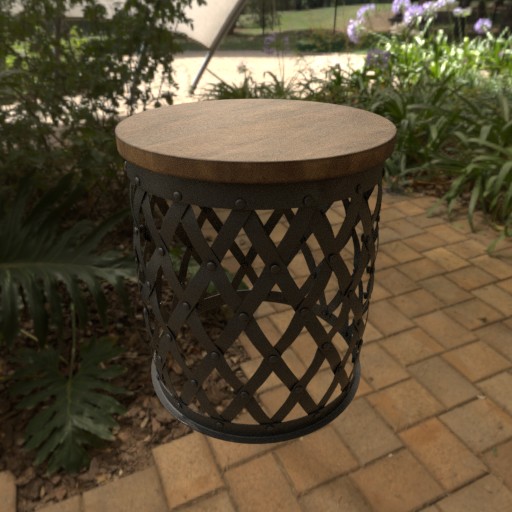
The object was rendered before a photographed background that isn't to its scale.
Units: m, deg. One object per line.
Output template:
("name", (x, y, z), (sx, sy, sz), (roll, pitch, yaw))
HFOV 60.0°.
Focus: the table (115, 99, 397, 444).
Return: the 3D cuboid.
("table", (0.000, 0.000, 0.767), (0.405, 0.454, 0.405), (0, 29, 0))
